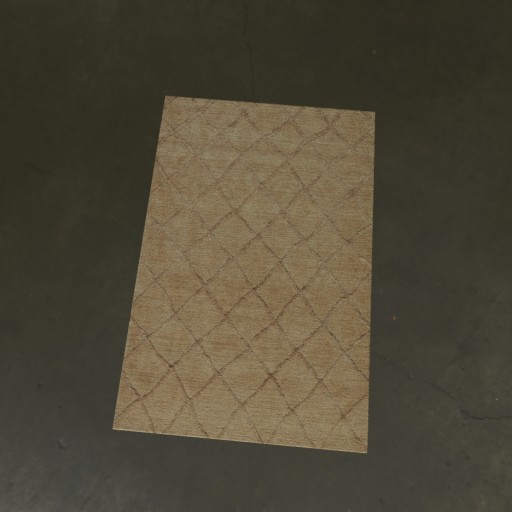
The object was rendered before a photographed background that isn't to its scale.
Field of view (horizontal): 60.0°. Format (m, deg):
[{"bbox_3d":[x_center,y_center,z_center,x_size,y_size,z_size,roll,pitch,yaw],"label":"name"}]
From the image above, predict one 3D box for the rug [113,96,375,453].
[{"bbox_3d":[0.000,0.000,2.934,1.528,0.014,2.292,5,75,1],"label":"rug"}]
